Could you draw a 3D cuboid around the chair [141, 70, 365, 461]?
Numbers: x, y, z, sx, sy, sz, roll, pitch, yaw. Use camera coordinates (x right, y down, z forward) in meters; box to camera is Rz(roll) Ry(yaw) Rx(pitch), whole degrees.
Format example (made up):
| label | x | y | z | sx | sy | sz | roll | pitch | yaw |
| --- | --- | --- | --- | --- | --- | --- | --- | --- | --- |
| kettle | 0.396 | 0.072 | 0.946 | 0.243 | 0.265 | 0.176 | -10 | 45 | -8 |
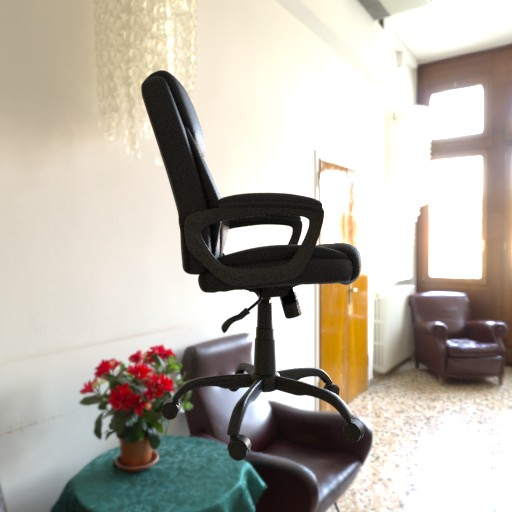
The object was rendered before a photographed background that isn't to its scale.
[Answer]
| label | x | y | z | sx | sy | sz | roll | pitch | yaw |
| --- | --- | --- | --- | --- | --- | --- | --- | --- | --- |
| chair | 0.000 | 0.000 | 1.461 | 0.655 | 1.072 | 0.615 | 0 | 1 | -1 |
